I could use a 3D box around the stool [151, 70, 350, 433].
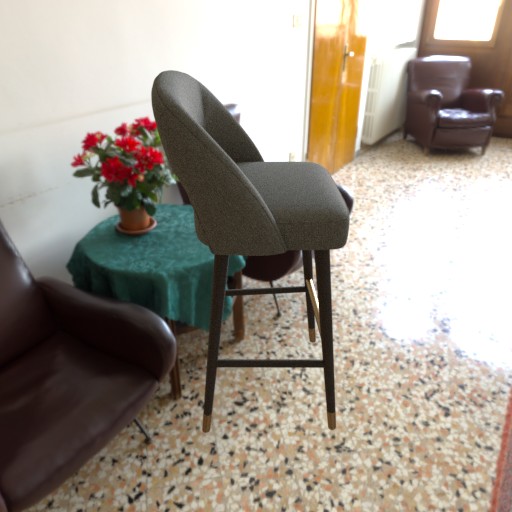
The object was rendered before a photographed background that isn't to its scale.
[{"bbox_3d":[0.000,0.000,1.411,0.524,1.089,0.536,-1,30,-2],"label":"stool"}]
